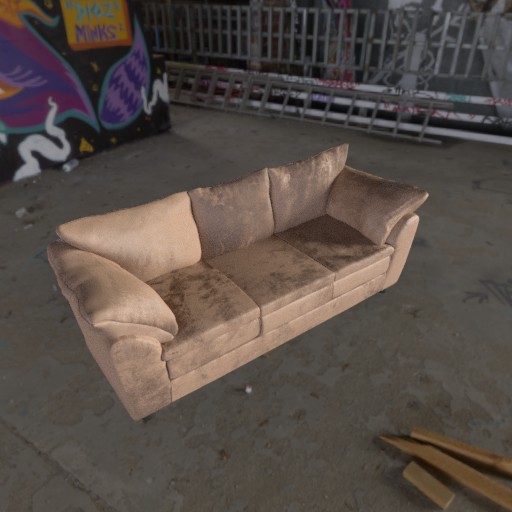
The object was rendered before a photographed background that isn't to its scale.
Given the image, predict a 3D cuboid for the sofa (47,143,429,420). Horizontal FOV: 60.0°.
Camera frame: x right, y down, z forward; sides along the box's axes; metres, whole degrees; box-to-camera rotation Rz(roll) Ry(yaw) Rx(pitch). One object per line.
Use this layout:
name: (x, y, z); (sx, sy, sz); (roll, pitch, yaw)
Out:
sofa: (0.000, 0.000, 2.874); (2.377, 0.981, 0.893); (-21, 37, -31)
